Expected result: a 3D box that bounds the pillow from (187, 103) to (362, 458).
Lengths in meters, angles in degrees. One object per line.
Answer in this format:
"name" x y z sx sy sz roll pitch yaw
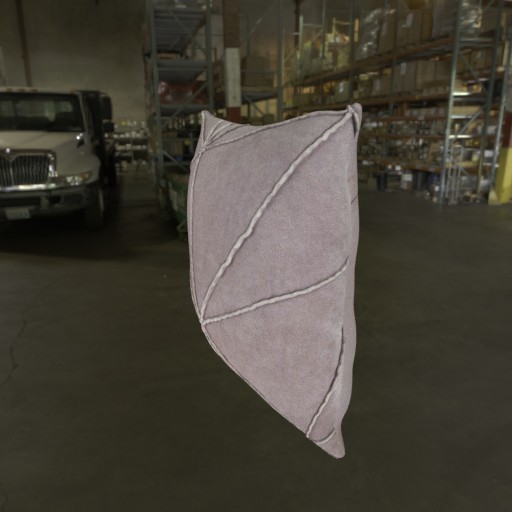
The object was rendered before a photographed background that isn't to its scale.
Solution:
"pillow" 0.000 0.000 0.683 0.185 0.440 0.439 -8 18 -26
